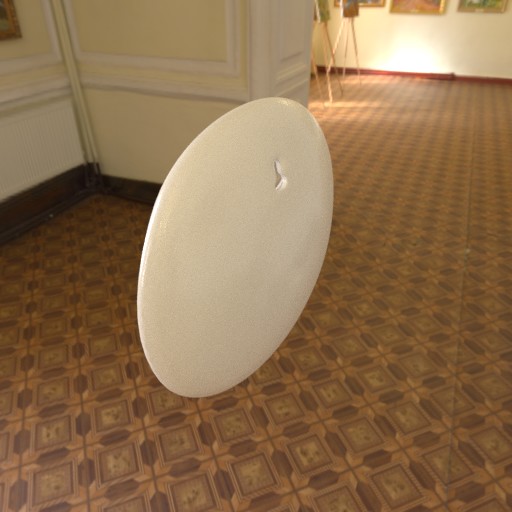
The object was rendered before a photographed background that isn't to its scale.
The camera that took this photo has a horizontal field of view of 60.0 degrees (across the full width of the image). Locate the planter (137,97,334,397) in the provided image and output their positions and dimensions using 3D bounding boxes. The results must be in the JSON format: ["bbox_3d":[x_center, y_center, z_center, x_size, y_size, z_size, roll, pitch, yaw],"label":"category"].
[{"bbox_3d":[0.000,0.000,0.277,0.043,0.188,0.185,22,38,30],"label":"planter"}]
